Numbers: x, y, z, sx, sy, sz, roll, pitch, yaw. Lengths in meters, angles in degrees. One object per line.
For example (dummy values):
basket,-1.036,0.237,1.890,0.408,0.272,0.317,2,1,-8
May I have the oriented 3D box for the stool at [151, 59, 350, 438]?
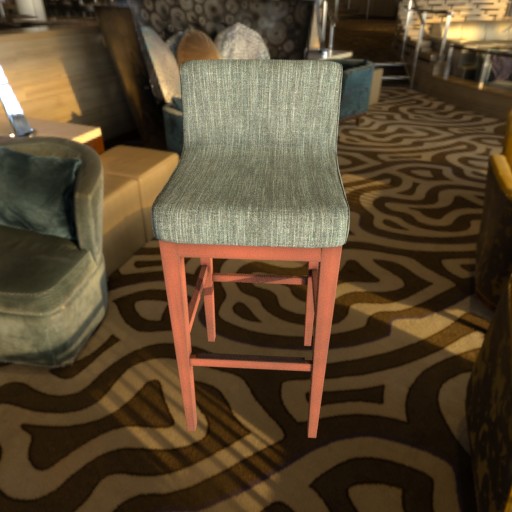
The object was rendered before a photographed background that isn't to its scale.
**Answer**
stool,0.000,0.000,1.244,0.426,0.965,0.499,2,31,3
